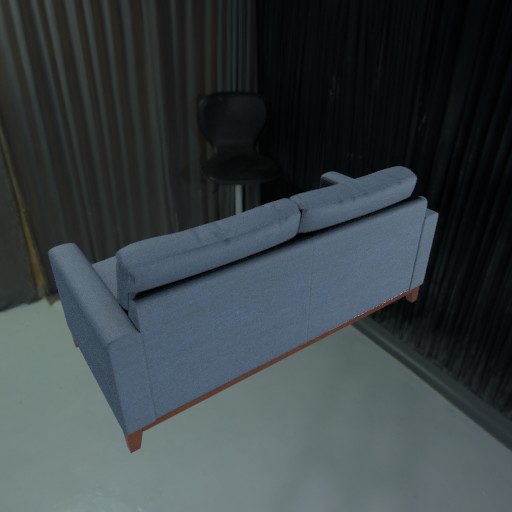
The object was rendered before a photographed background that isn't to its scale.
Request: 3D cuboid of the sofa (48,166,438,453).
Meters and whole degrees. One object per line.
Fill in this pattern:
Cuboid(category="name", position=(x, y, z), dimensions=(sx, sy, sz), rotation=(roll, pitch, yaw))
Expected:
Cuboid(category="sofa", position=(0.000, 0.000, 2.399), dimensions=(1.900, 0.865, 0.877), rotation=(-20, 36, -30))
